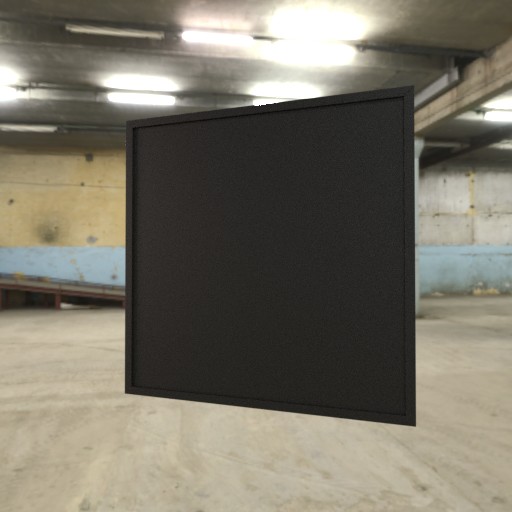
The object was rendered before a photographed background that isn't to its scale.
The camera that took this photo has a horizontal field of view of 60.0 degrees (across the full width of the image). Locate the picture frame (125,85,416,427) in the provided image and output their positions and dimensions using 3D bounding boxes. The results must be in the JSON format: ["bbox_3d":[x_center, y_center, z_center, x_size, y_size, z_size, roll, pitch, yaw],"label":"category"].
[{"bbox_3d":[0.000,0.000,1.147,0.775,0.775,0.032,0,-1,19],"label":"picture frame"}]
